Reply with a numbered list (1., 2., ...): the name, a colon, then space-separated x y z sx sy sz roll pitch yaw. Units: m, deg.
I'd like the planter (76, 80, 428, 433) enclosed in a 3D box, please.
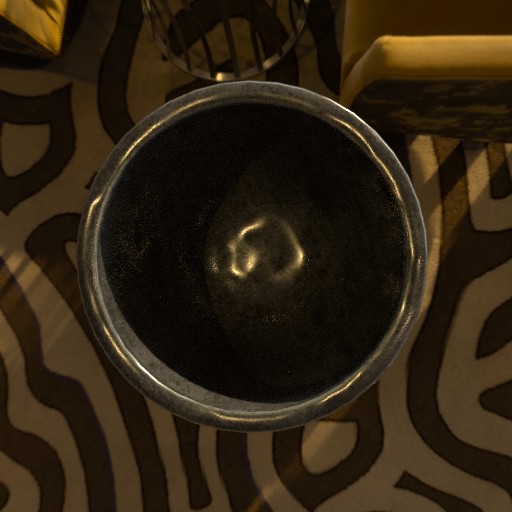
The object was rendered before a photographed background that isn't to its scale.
1. planter: 0.000 0.000 0.337 0.197 0.191 0.197 0 90 2
